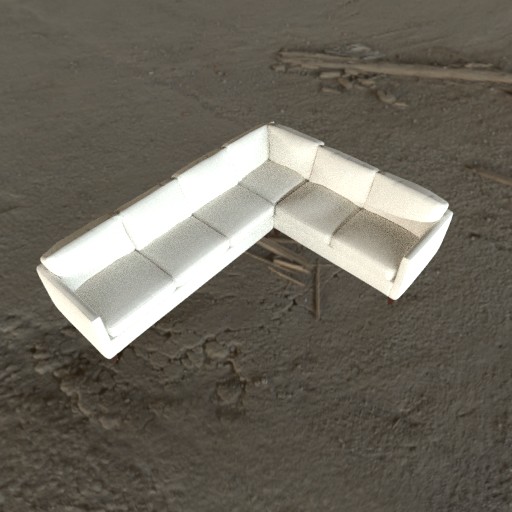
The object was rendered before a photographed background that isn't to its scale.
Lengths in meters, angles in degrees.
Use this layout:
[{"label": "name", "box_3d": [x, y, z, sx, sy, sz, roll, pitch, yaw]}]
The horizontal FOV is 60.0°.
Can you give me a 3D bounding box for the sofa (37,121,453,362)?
[{"label": "sofa", "box_3d": [0.000, 0.000, 4.474, 2.593, 0.947, 3.302, 33, 55, 27]}]
